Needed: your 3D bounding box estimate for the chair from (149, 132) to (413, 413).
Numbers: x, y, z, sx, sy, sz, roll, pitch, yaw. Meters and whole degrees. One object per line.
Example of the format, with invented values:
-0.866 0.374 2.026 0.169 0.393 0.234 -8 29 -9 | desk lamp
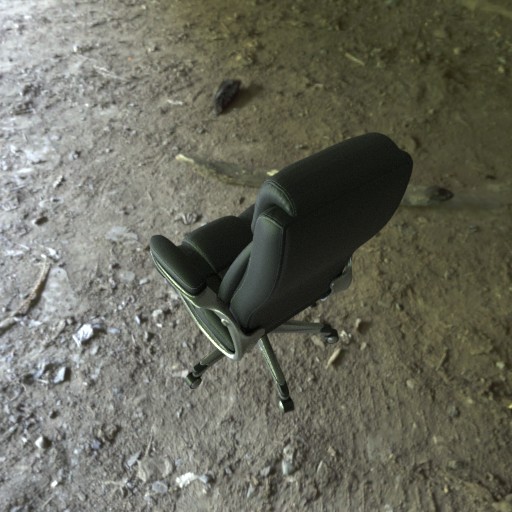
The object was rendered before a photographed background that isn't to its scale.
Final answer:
0.000 0.000 1.682 0.741 1.167 0.784 -29 51 -26 | chair
